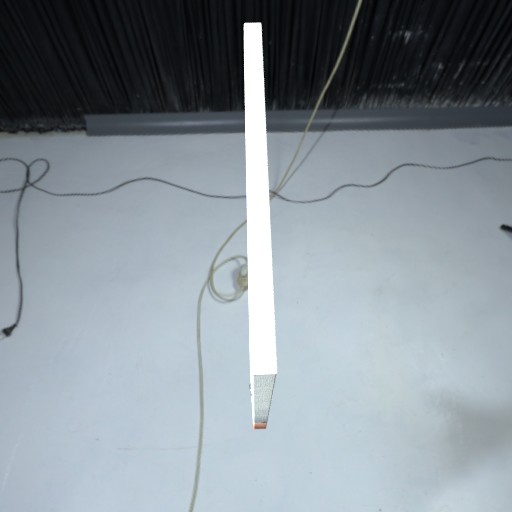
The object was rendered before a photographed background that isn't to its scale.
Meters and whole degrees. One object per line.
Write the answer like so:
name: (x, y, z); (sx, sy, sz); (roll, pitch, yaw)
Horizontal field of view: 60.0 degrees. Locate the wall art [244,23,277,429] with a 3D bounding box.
wall art: (0.000, 0.000, 1.139); (0.042, 0.760, 0.760); (-1, 63, -1)
